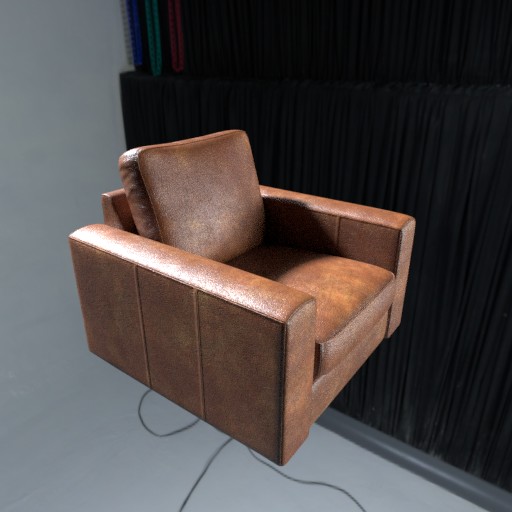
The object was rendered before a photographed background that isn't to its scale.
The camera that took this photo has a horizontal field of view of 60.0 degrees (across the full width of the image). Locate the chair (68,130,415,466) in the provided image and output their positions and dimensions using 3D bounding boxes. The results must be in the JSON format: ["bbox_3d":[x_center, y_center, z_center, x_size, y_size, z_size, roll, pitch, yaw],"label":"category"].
[{"bbox_3d":[0.000,0.000,1.786,1.016,0.873,1.005,17,29,33],"label":"chair"}]
